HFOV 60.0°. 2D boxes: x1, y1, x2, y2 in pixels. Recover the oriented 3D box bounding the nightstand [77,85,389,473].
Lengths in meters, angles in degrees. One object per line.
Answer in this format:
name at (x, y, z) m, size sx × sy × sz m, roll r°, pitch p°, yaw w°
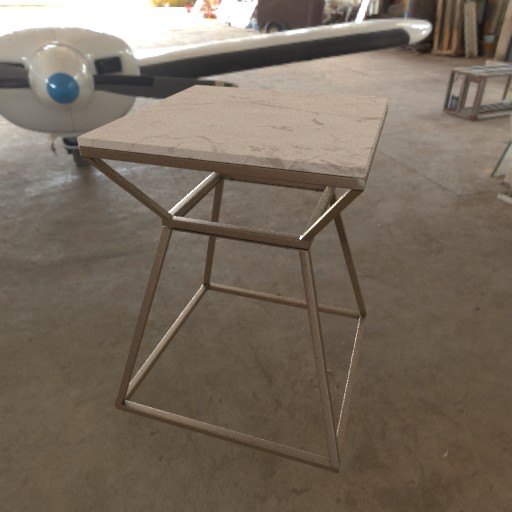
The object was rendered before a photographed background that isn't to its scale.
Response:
nightstand at (0.000, 0.000, 0.884) m, size 0.455 × 0.554 × 0.455 m, roll 10°, pitch 33°, yaw 15°
